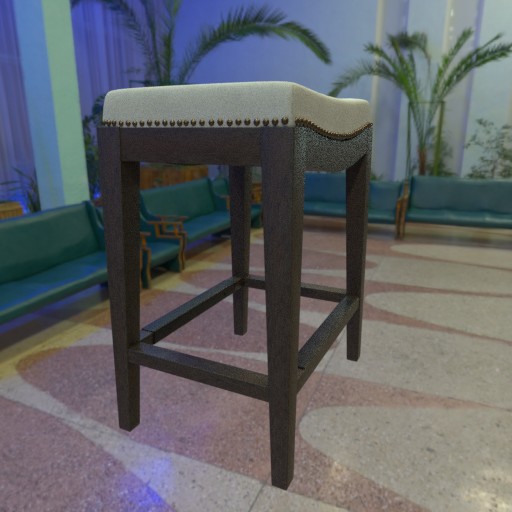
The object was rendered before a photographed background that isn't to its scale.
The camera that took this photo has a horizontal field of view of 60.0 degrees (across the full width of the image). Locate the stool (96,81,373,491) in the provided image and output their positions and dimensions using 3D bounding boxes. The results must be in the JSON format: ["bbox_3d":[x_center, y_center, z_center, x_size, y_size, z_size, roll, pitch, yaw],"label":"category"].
[{"bbox_3d":[0.000,0.000,0.933,0.361,0.642,0.500,8,18,25],"label":"stool"}]
